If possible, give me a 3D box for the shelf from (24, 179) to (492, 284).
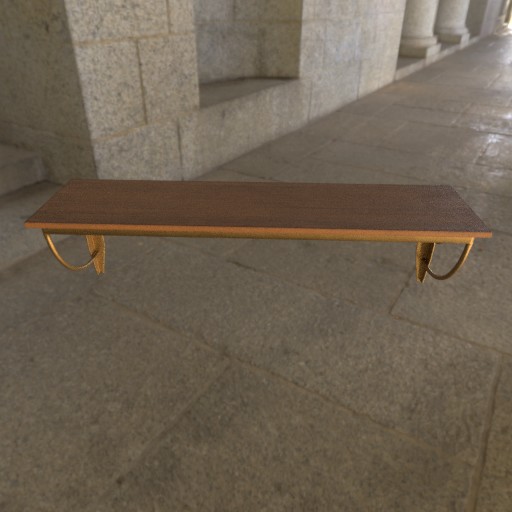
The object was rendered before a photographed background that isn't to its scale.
[{"bbox_3d":[0.000,0.000,0.720,0.636,0.190,0.166,1,31,2],"label":"shelf"}]
